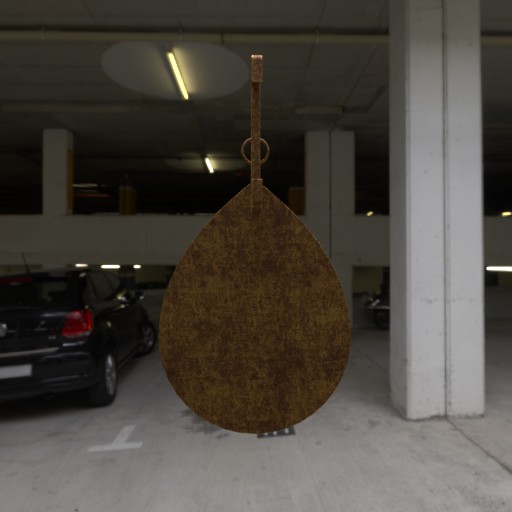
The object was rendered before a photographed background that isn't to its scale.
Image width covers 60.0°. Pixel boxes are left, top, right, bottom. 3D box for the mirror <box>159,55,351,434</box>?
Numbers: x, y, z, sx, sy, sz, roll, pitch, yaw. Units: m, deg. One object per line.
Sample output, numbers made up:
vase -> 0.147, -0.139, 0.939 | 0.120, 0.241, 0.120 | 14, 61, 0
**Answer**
mirror -> 0.000, 0.000, 0.883 | 0.405, 0.744, 0.144 | 0, -1, -1
